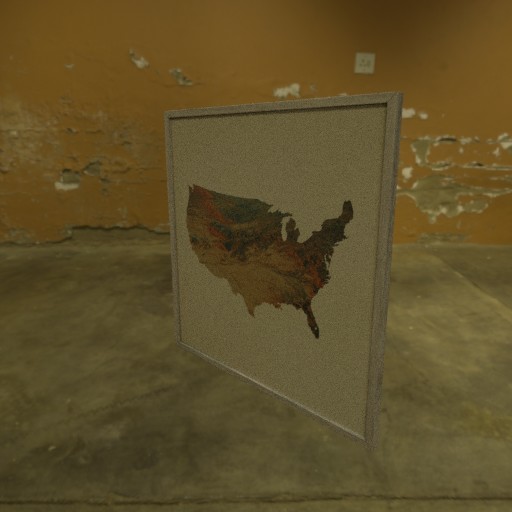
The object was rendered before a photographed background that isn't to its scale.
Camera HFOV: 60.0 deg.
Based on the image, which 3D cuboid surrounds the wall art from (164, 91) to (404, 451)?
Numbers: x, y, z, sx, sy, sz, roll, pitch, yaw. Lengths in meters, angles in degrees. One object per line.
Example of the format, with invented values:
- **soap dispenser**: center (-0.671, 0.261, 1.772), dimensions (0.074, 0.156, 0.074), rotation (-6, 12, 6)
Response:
- **wall art**: center (0.000, 0.000, 0.779), dimensions (0.016, 0.507, 0.508), rotation (-14, 20, -43)
